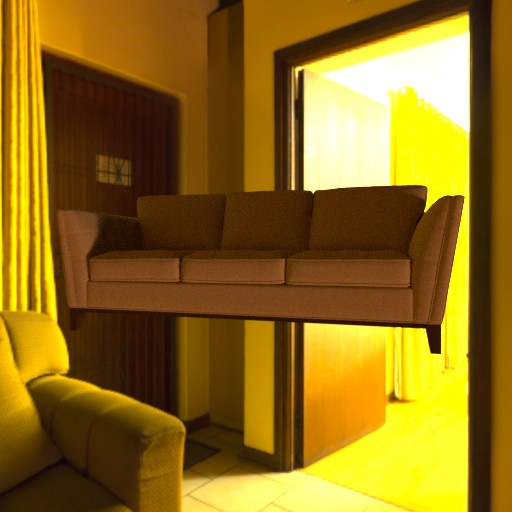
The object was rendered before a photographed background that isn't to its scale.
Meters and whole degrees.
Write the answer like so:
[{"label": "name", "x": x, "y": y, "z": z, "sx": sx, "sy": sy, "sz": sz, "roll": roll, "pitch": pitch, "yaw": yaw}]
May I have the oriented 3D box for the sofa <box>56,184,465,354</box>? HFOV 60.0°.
[{"label": "sofa", "x": 0.000, "y": 0.000, "z": 2.914, "sx": 2.388, "sy": 0.940, "sz": 0.965, "roll": 0, "pitch": 1, "yaw": 18}]
